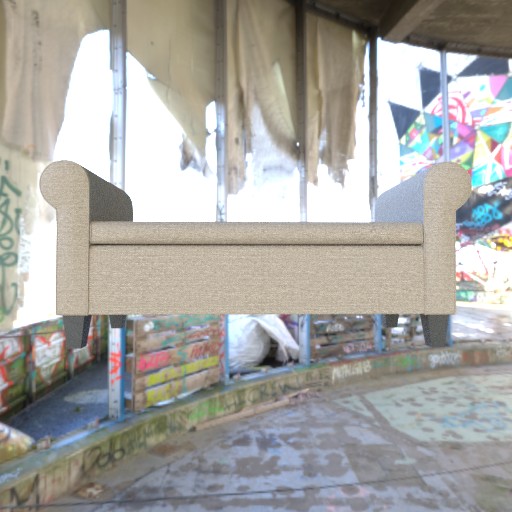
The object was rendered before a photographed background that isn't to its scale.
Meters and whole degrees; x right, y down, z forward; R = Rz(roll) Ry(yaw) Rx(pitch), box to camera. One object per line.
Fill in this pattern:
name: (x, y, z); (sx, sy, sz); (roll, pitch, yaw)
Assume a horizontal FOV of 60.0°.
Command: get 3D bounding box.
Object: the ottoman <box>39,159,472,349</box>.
ottoman: (0.000, 0.000, 1.529); (1.256, 0.547, 0.521); (0, -1, -1)
